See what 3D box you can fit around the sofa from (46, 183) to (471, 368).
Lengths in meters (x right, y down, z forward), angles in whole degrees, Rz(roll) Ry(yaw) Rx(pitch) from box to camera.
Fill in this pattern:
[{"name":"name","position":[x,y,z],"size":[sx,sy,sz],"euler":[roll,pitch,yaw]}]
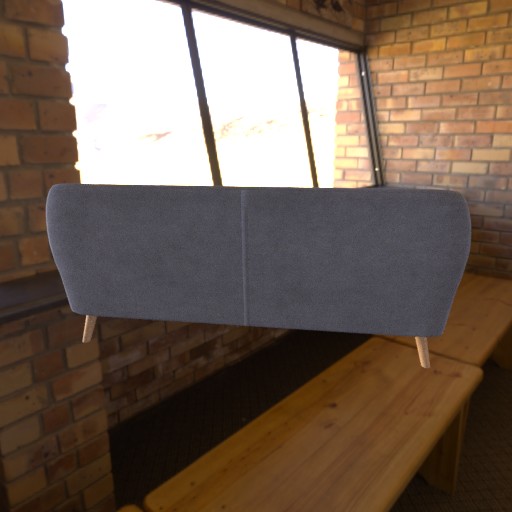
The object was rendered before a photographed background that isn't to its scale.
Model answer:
[{"name":"sofa","position":[0.000,0.000,2.391],"size":[1.970,0.830,0.830],"euler":[2,15,9]}]
